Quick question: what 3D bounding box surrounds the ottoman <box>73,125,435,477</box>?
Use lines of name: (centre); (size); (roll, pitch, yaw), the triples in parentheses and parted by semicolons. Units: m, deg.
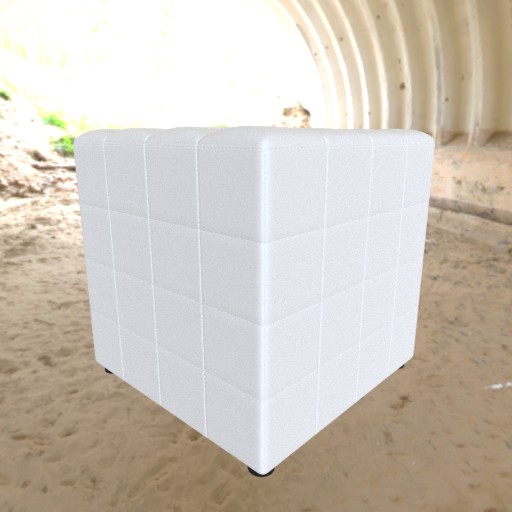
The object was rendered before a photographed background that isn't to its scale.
ottoman: (0.000, 0.000, 0.778); (0.425, 0.432, 0.425); (14, 20, 41)
